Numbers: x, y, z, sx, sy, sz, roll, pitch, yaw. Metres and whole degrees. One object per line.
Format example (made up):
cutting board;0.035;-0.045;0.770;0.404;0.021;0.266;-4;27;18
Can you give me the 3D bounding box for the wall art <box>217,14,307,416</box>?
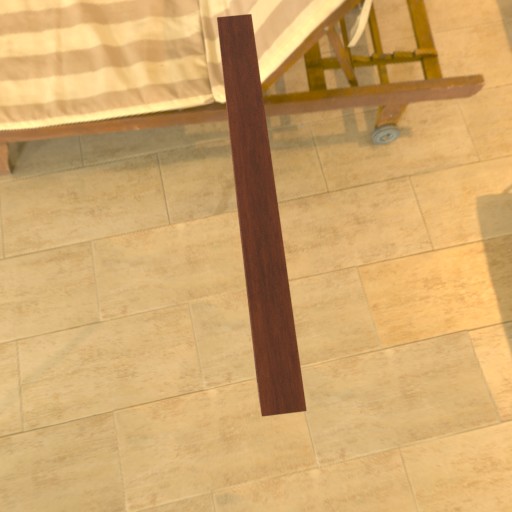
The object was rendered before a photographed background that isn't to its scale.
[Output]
wall art;0.000;0.000;0.525;0.030;0.381;0.330;-6;74;-2
